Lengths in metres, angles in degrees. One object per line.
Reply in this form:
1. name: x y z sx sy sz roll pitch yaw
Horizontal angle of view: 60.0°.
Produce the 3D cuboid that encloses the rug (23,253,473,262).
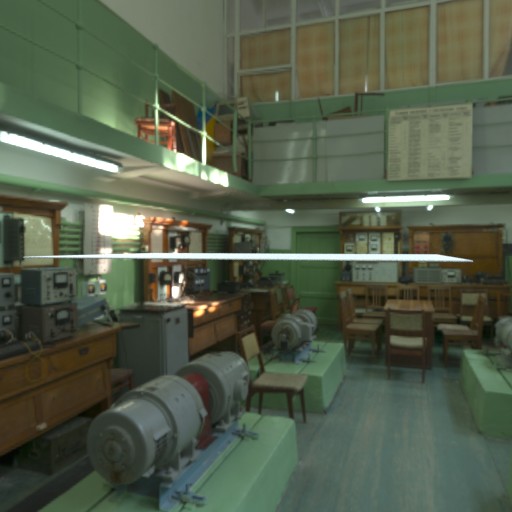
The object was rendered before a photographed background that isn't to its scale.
1. rug: 0.000 0.000 3.011 2.440 0.008 1.524 0 1 17
